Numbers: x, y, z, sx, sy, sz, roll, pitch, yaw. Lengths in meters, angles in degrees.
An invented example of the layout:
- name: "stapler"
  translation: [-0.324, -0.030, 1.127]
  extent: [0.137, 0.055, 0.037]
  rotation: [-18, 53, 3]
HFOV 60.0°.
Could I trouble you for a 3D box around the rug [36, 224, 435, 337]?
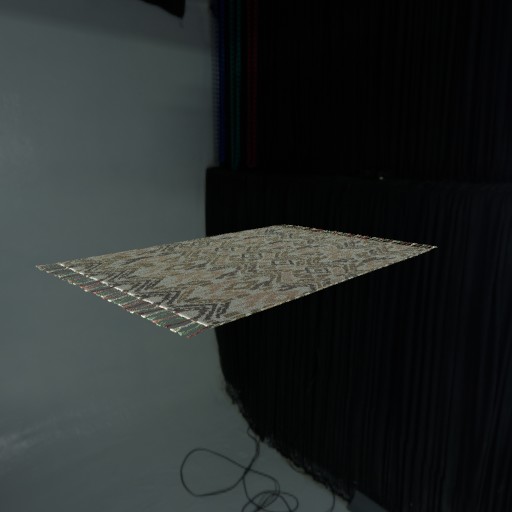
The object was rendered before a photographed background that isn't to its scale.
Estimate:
- name: "rug"
  translation: [0.000, 0.000, 2.362]
  extent: [1.219, 0.008, 1.829]
  rotation: [13, 18, 43]
